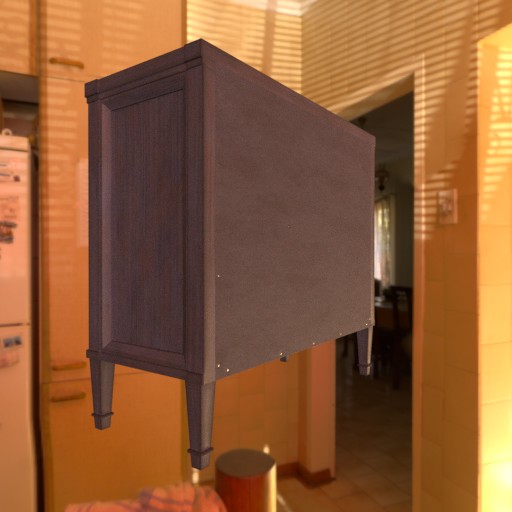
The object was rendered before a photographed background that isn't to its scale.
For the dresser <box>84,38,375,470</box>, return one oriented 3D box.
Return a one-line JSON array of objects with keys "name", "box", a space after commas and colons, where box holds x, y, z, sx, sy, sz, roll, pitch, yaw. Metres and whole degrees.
[{"name": "dresser", "box": [0.000, 0.000, 1.557, 0.463, 0.986, 1.049, 0, 0, 36]}]
